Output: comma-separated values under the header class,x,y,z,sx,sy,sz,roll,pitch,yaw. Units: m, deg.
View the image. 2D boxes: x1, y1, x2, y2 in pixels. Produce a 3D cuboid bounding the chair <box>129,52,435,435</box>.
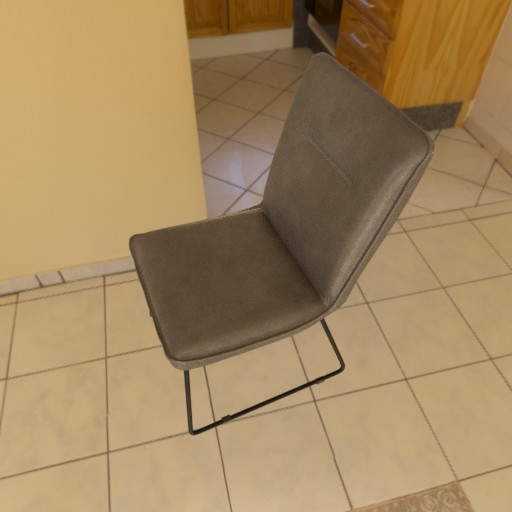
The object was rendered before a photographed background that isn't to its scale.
class,x,y,z,sx,sy,sz,roll,pitch,yaw
chair,0.000,0.000,1.335,0.688,0.932,0.515,-18,50,-16
